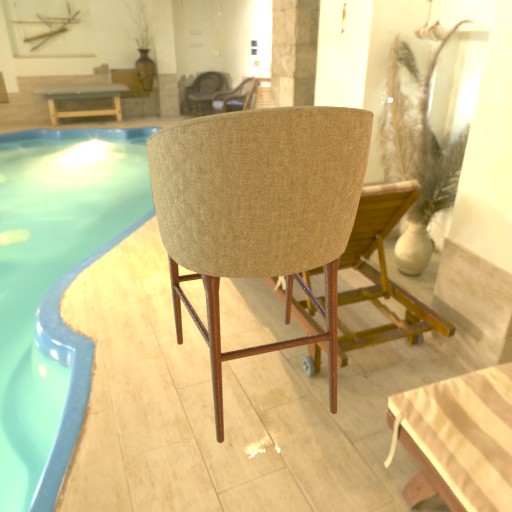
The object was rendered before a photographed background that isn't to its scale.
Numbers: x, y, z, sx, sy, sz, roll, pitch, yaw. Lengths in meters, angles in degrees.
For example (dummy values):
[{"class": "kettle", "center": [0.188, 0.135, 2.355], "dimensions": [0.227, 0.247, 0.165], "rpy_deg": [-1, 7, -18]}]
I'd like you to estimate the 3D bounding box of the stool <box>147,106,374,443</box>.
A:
[{"class": "stool", "center": [0.000, 0.000, 1.373], "dimensions": [0.559, 0.952, 0.635], "rpy_deg": [-8, 27, -16]}]
